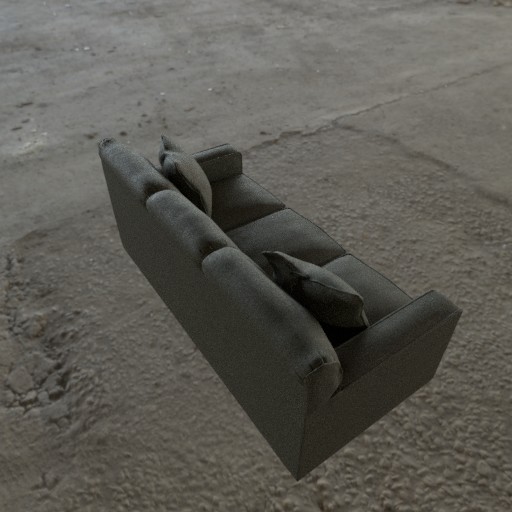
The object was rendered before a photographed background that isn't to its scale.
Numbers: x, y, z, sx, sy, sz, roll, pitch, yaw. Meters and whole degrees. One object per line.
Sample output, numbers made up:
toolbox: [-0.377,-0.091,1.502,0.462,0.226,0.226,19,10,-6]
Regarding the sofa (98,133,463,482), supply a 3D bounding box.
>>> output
sofa: [0.000,0.000,2.545,0.997,0.958,2.024,-24,46,-26]
